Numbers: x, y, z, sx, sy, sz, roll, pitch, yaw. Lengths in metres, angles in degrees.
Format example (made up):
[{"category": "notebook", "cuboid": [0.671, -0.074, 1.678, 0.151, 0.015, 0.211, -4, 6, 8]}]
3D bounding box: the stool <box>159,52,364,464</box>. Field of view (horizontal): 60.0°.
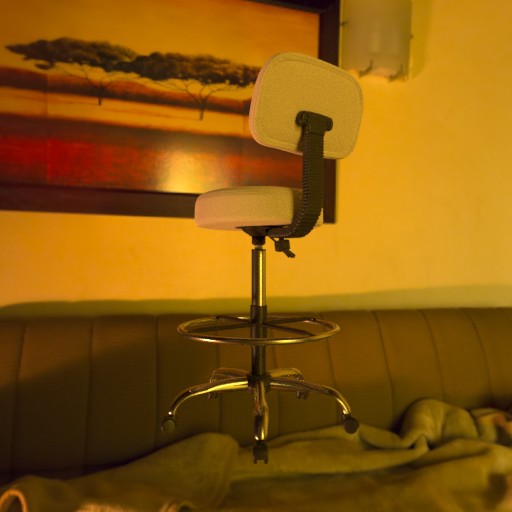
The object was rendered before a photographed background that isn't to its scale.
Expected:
[{"category": "stool", "cuboid": [0.000, 0.000, 1.459, 0.609, 1.080, 0.616, 0, -1, -36]}]
